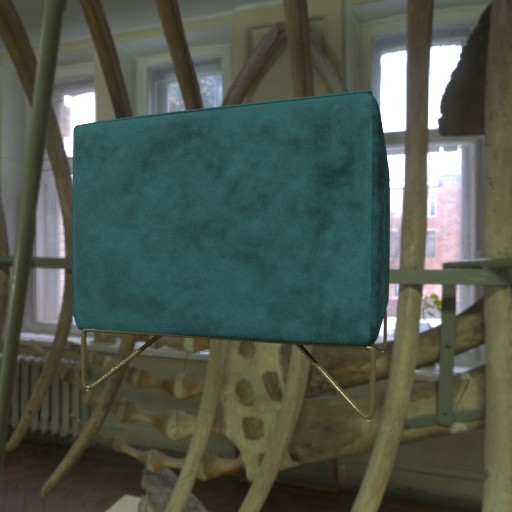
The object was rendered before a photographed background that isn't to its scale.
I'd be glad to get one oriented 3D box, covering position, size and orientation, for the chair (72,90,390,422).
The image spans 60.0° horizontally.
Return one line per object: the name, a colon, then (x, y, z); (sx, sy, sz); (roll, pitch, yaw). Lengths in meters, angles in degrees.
chair: (0.000, 0.000, 1.570); (0.894, 0.790, 0.880); (0, 0, 18)
